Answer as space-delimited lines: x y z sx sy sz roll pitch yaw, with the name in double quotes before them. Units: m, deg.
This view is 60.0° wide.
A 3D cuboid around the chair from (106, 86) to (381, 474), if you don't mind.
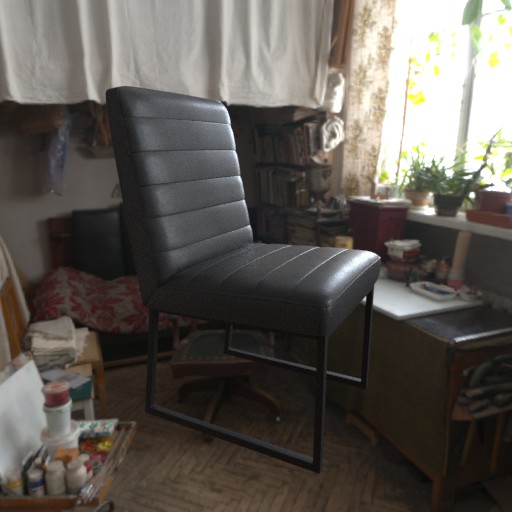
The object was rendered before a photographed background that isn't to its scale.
"chair" 0.000 0.000 1.307 0.634 0.930 0.520 7 16 27
